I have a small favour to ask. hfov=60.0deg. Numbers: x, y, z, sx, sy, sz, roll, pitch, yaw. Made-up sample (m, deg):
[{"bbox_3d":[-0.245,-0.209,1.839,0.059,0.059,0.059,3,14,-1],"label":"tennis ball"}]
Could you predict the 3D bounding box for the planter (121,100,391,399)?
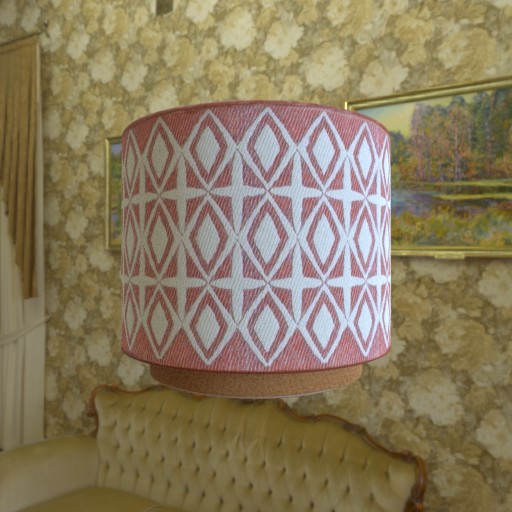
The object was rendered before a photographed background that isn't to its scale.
[{"bbox_3d":[0.000,0.000,0.470,0.273,0.237,0.273,0,0,0],"label":"planter"}]
